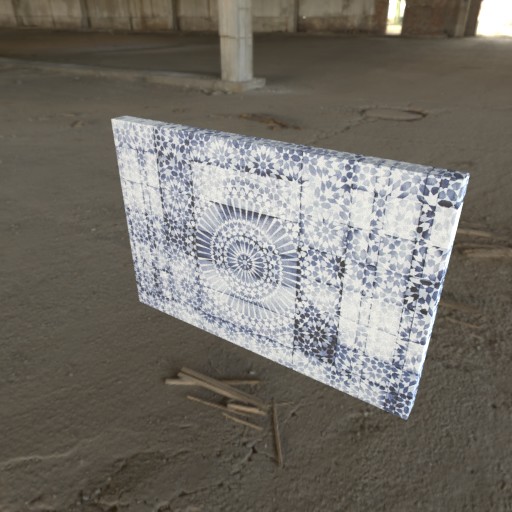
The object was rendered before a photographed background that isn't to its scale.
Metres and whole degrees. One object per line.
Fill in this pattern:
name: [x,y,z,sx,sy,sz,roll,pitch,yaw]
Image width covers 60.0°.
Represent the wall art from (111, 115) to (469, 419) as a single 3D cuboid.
wall art: [0.000,0.000,1.164,0.911,0.608,0.057,18,34,28]
